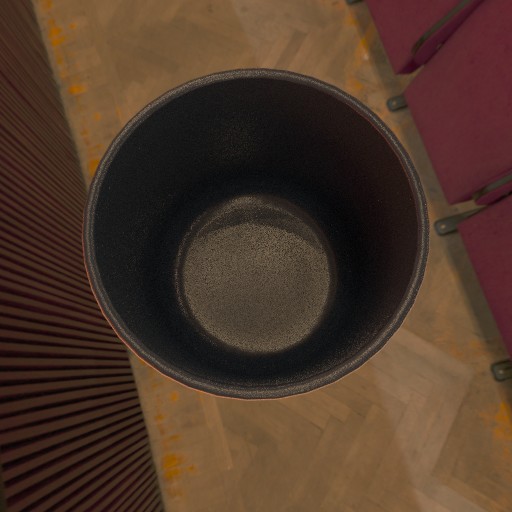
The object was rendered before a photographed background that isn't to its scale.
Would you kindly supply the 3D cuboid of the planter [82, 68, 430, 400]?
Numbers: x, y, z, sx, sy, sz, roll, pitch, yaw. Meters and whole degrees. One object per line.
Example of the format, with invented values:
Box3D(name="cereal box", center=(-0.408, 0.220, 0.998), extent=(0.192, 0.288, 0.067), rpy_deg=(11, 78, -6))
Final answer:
Box3D(name="planter", center=(0.000, 0.000, 0.270), extent=(0.159, 0.144, 0.159), rpy_deg=(0, 76, 0))
